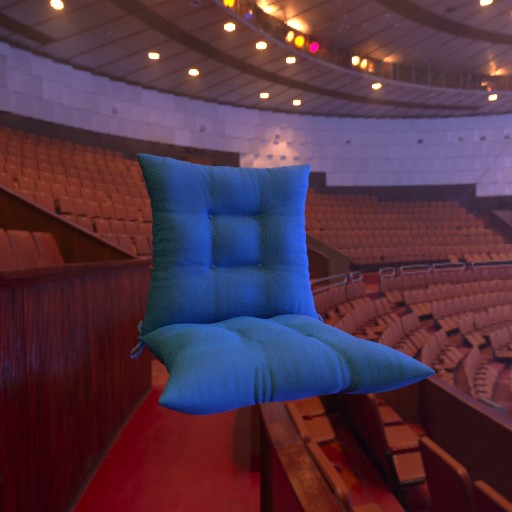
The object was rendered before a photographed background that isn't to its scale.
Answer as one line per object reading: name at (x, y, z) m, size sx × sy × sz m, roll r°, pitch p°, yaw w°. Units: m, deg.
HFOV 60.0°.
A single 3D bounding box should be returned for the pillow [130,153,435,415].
pillow at (0.000, 0.000, 1.010) m, size 0.541 × 0.536 × 0.585 m, roll 0°, pitch 1°, yaw -18°
